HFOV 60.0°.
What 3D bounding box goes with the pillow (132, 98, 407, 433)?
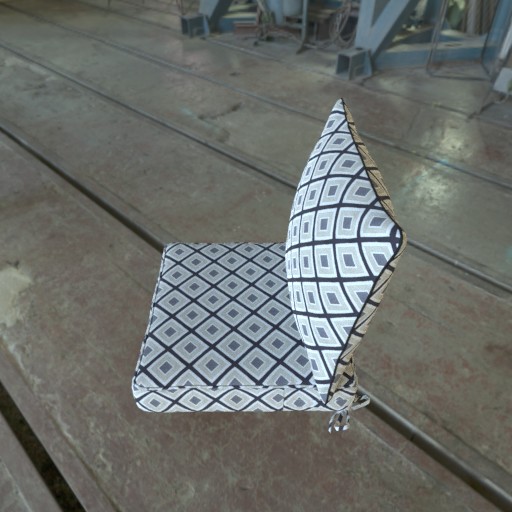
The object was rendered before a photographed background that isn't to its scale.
[{"bbox_3d":[0.000,0.000,1.376,0.733,0.722,0.798,0,40,0],"label":"pillow"}]
